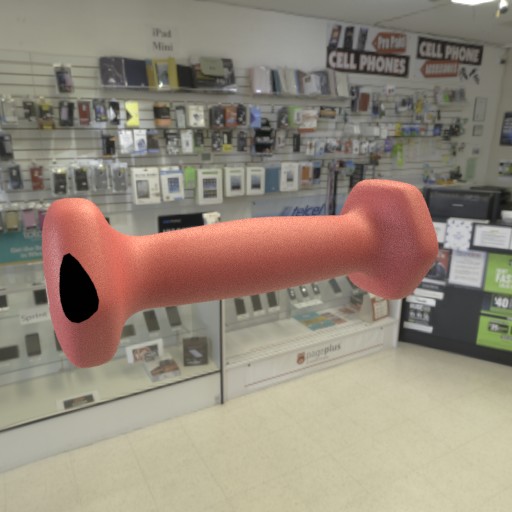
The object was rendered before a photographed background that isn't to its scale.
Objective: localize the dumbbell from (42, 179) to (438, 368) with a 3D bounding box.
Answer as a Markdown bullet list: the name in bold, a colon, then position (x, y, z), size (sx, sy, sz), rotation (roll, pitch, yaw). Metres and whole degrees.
- **dumbbell**: position (0.000, 0.000, 0.143), size (0.123, 0.043, 0.047), rotation (-8, 18, -26)
